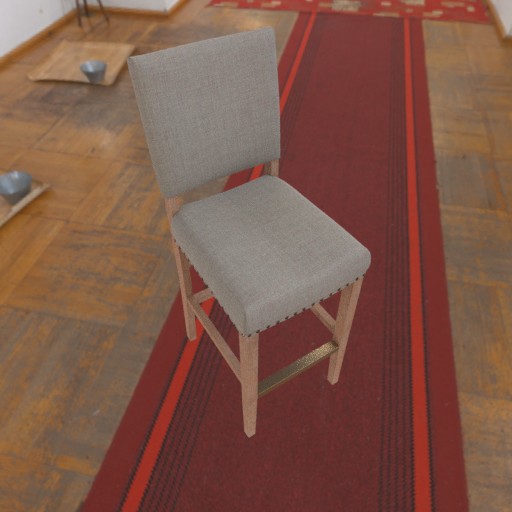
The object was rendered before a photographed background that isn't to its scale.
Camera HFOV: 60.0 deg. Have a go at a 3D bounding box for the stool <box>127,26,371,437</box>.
[{"bbox_3d":[0.000,0.000,1.462,0.445,1.203,0.585,-24,50,-22],"label":"stool"}]
